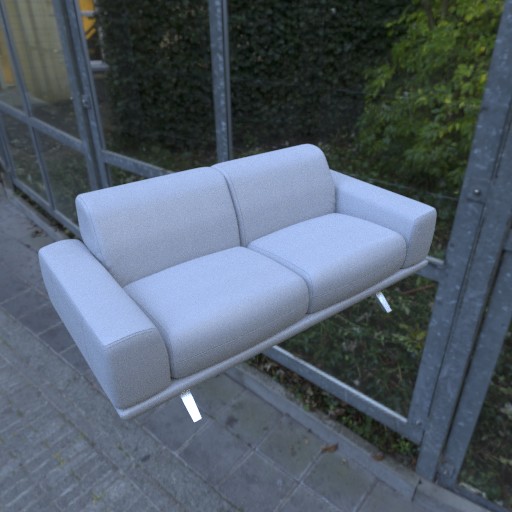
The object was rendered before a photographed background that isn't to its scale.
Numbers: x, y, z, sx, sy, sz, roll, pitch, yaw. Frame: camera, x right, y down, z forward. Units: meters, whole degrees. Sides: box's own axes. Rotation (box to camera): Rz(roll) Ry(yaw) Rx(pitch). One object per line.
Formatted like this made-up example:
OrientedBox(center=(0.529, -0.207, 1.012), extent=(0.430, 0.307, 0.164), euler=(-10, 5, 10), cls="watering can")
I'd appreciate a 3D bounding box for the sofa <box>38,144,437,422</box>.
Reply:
OrientedBox(center=(0.000, 0.000, 2.312), extent=(1.901, 0.772, 0.900), euler=(-20, 36, -31), cls="sofa")
